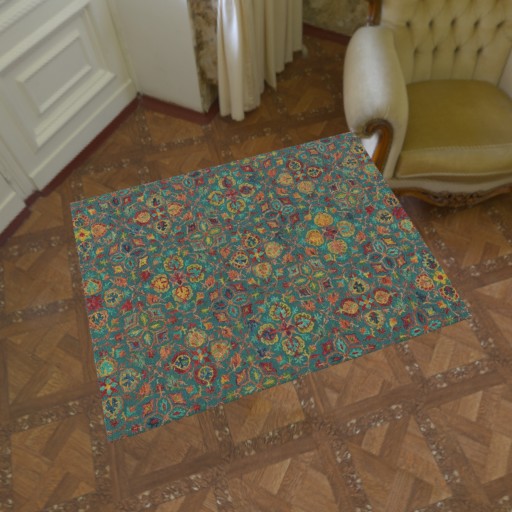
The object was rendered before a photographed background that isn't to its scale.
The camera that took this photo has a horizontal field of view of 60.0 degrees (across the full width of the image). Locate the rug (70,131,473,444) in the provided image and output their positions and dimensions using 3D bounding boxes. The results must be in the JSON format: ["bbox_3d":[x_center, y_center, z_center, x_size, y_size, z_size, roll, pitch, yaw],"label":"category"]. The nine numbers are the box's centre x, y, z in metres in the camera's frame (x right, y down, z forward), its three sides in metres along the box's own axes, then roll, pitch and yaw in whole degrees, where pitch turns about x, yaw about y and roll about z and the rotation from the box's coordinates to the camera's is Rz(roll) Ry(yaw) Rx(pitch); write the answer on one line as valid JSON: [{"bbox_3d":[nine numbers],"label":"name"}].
[{"bbox_3d":[0.000,0.000,4.221,3.204,0.025,2.434,-16,60,-10],"label":"rug"}]
